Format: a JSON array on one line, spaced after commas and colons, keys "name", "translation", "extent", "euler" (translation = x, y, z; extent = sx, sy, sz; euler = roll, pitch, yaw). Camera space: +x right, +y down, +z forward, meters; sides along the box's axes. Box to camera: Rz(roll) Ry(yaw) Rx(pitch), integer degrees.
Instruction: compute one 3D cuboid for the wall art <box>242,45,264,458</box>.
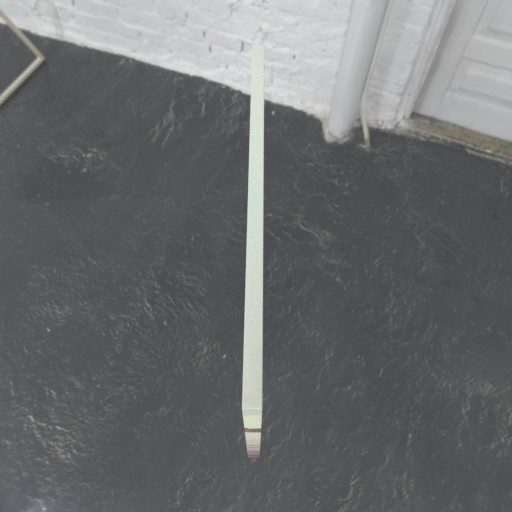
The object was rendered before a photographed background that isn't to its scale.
[{"name": "wall art", "translation": [0.000, 0.000, 1.480], "extent": [0.040, 0.765, 1.149], "euler": [1, 59, 0]}]
